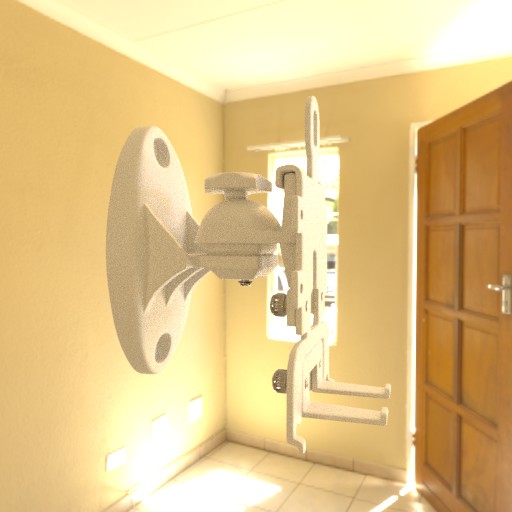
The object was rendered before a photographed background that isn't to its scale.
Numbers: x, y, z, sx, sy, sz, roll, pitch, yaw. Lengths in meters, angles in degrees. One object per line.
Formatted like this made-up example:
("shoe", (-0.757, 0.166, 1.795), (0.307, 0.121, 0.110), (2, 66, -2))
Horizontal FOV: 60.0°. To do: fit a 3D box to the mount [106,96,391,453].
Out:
("mount", (0.000, 0.000, 0.172), (0.100, 0.118, 0.066), (1, 2, 19))
